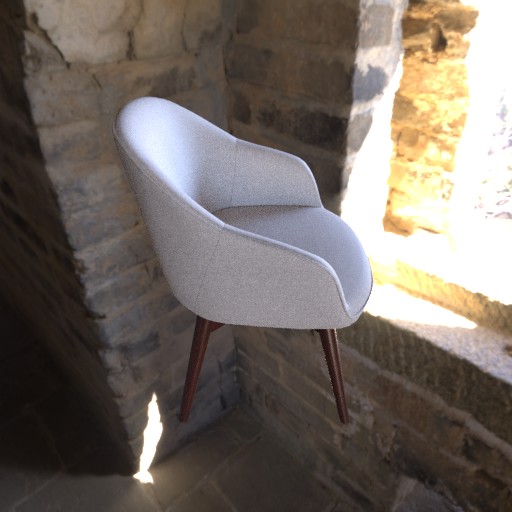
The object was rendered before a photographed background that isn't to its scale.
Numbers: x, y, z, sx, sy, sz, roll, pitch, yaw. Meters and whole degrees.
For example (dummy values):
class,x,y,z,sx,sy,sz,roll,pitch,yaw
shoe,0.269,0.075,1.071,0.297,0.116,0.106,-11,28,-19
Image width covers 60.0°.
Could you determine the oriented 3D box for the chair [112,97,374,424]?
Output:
class,x,y,z,sx,sy,sz,roll,pitch,yaw
chair,0.000,0.000,1.245,0.635,0.823,0.596,0,33,1
